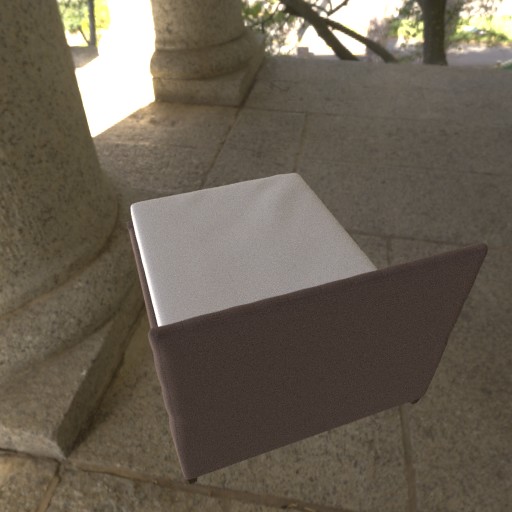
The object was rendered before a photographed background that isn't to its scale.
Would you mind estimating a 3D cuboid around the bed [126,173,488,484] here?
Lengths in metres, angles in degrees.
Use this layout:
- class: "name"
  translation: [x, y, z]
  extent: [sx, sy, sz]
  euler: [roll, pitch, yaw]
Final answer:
- class: "bed"
  translation: [0.000, 0.000, 3.215]
  extent: [1.696, 1.426, 2.233]
  euler: [-13, 43, -15]
